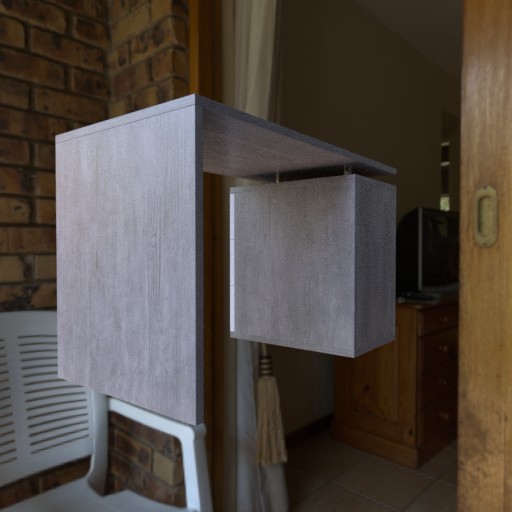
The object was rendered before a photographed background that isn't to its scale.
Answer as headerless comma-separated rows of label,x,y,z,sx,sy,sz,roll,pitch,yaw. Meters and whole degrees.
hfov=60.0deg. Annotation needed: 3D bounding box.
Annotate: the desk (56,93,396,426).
desk,0.000,0.000,1.635,0.600,0.740,1.200,1,2,38
